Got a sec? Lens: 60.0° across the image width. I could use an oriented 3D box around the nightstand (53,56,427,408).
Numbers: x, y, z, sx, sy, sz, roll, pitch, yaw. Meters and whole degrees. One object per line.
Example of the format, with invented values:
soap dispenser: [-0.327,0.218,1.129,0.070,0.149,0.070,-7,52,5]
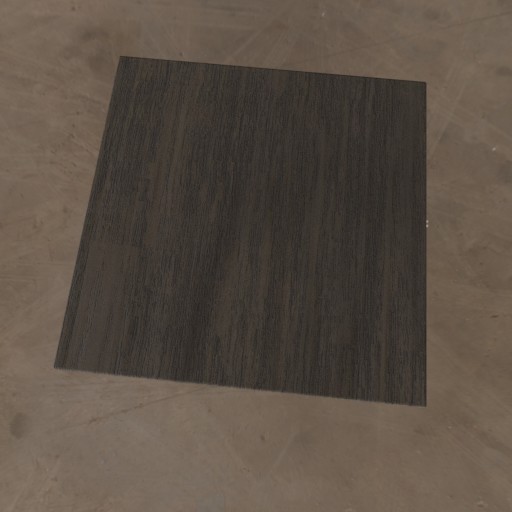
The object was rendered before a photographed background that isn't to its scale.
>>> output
nightstand: [0.000,0.000,0.894,0.503,0.497,0.502,6,75,1]
